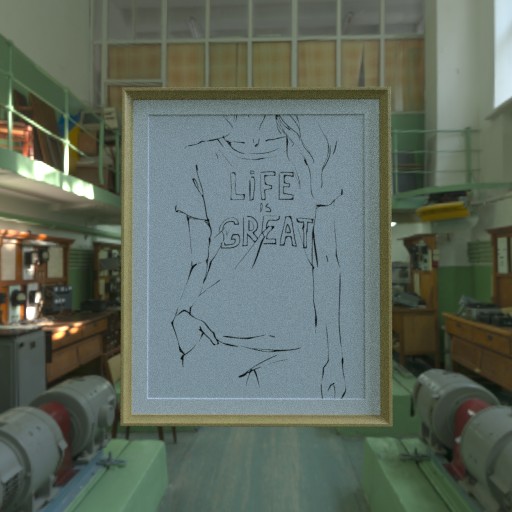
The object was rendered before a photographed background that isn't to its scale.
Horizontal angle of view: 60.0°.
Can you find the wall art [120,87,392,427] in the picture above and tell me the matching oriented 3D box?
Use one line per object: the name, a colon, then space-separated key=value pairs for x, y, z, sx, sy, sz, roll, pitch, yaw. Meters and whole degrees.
wall art: x=0.000 y=0.000 z=1.323 sx=0.798 sy=1.002 sz=0.030 roll=0 pitch=-1 yaw=0
